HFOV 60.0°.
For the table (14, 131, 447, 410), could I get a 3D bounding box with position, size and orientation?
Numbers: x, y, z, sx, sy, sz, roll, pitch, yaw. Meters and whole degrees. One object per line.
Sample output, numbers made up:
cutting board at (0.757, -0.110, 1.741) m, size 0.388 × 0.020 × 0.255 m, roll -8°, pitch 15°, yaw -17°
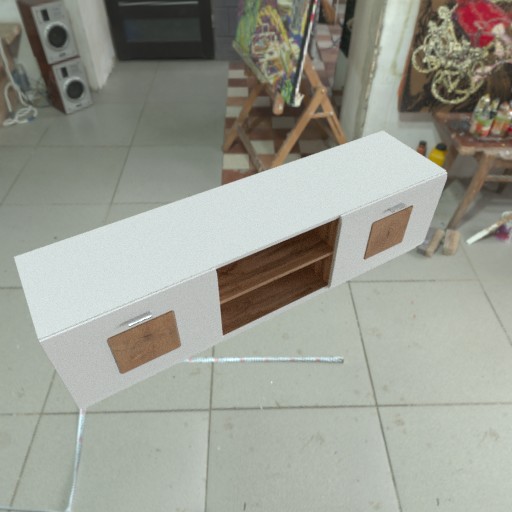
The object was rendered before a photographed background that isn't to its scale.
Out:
table at (0.000, 0.000, 1.720) m, size 1.550 × 0.440 × 0.400 m, roll -23°, pitch 49°, yaw -21°
